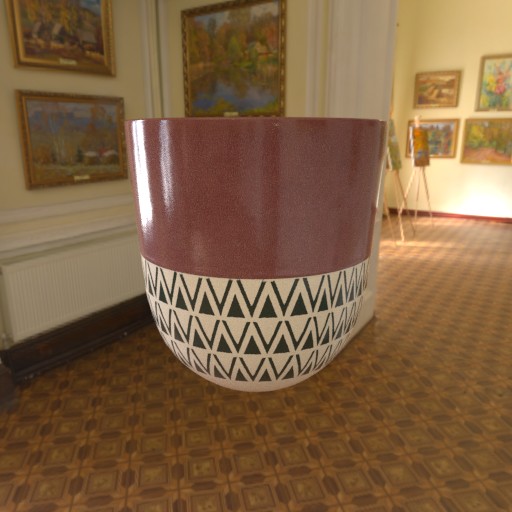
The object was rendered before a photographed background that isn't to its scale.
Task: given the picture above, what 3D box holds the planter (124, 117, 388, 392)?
[{"bbox_3d":[0.000,0.000,0.368,0.195,0.214,0.195,0,15,0],"label":"planter"}]
